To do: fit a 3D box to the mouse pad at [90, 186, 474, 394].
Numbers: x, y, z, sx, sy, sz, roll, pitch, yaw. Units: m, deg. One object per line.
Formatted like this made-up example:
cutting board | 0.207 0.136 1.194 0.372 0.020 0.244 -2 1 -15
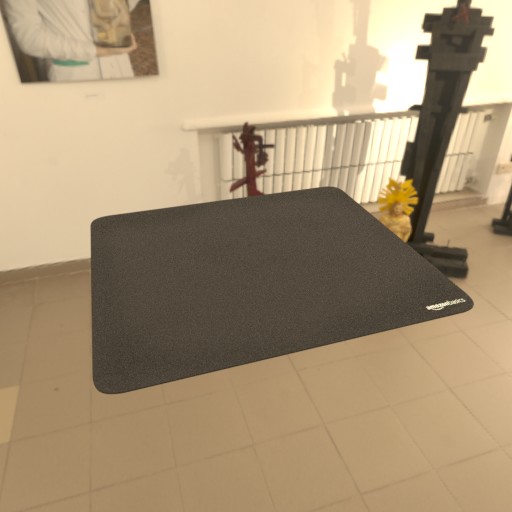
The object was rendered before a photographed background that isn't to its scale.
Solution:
mouse pad | 0.000 0.000 0.636 0.451 0.002 0.393 -10 33 -15
